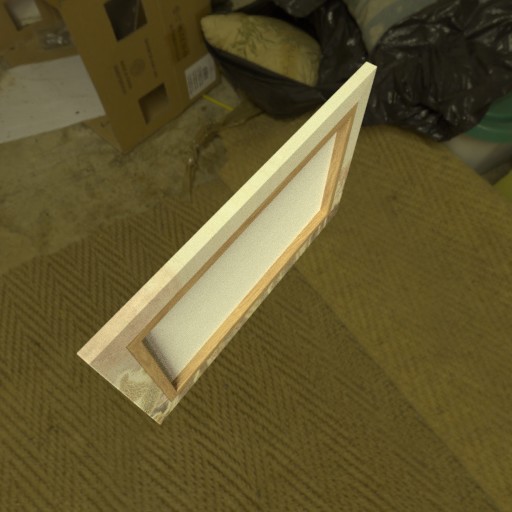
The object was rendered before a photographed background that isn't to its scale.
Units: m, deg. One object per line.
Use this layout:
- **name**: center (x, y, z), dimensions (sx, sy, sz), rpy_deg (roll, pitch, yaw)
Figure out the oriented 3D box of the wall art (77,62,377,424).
- **wall art**: center (0.000, 0.000, 1.445), dimensions (0.041, 0.758, 1.142), rpy_deg (34, 66, 17)
